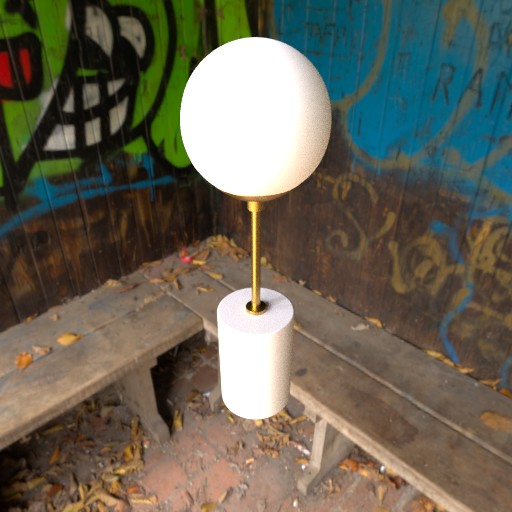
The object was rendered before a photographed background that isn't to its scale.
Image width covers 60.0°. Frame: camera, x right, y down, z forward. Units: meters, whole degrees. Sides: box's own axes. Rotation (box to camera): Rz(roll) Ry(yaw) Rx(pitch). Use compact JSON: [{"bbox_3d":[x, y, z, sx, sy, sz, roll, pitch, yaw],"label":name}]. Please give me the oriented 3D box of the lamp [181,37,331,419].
[{"bbox_3d":[0.000,0.000,0.541,0.153,0.480,0.153,0,32,0],"label":"lamp"}]
